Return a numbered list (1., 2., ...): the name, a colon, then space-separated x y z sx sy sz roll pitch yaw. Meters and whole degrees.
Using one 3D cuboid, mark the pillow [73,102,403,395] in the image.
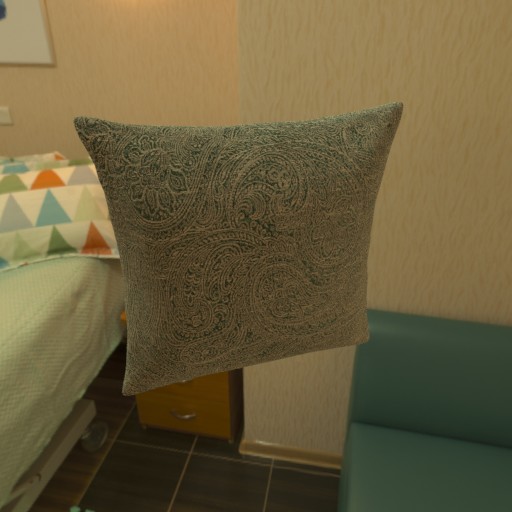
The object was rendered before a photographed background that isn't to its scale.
1. pillow: 0.000 0.000 0.791 0.526 0.507 0.166 -8 28 -16
